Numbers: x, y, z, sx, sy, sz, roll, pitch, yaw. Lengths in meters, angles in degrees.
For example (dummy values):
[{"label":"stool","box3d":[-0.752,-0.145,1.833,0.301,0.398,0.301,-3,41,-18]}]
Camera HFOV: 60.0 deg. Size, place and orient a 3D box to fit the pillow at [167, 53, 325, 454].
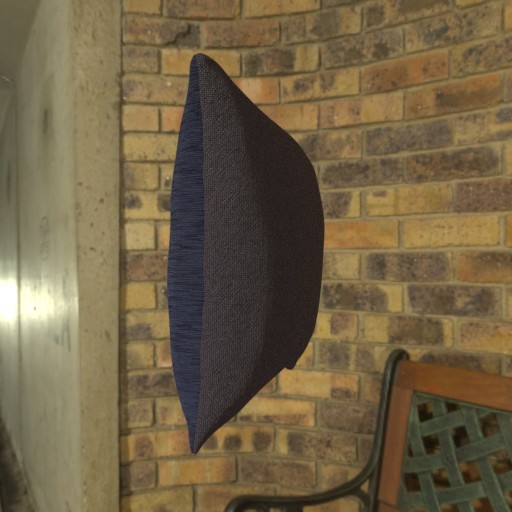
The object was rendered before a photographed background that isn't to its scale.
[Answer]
[{"label":"pillow","box3d":[0.000,0.000,0.683,0.204,0.439,0.452,0,-1,18]}]
